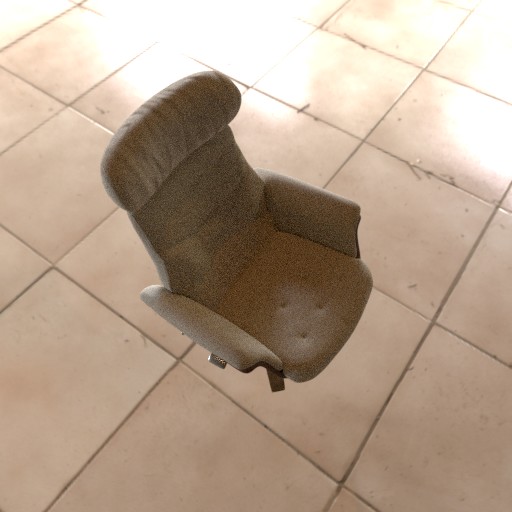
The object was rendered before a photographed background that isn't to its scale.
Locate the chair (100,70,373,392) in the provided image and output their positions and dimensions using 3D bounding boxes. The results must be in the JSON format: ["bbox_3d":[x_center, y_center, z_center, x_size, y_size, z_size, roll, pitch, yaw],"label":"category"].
[{"bbox_3d":[0.000,0.000,1.587,0.837,0.995,0.785,31,64,17],"label":"chair"}]
